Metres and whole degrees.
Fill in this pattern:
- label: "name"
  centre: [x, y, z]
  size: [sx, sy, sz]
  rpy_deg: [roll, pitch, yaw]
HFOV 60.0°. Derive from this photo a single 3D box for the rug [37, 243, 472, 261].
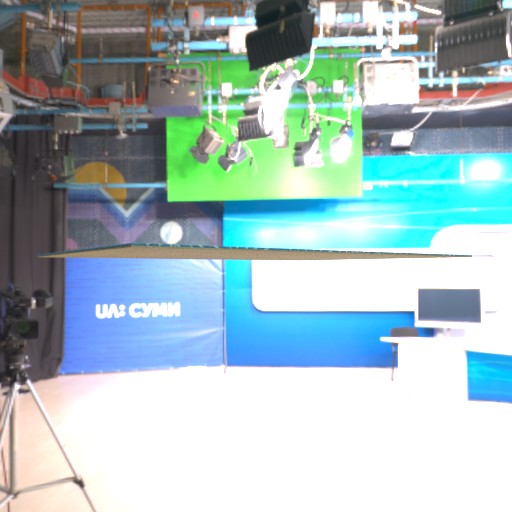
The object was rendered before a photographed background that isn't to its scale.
- label: "rug"
  centre: [0.000, 0.000, 2.687]
  size: [2.144, 0.015, 1.543]
  rpy_deg: [1, -2, -36]
